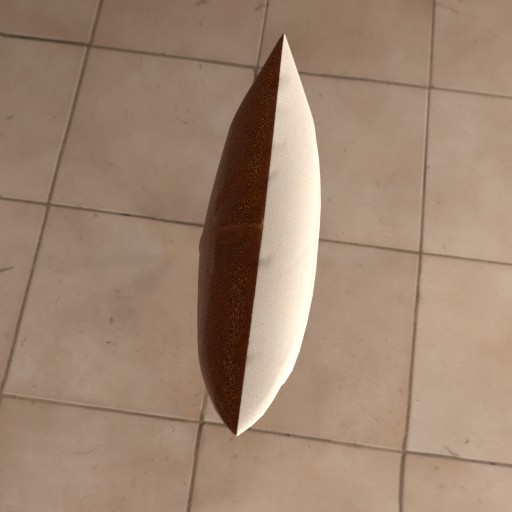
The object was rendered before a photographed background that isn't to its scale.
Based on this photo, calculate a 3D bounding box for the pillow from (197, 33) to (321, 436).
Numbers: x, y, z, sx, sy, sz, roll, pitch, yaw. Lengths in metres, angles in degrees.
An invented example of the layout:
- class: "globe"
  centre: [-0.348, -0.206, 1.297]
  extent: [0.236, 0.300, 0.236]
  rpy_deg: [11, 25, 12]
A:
- class: "pillow"
  centre: [0.000, 0.000, 0.756]
  extent: [0.192, 0.477, 0.501]
  rpy_deg: [6, 78, 1]
